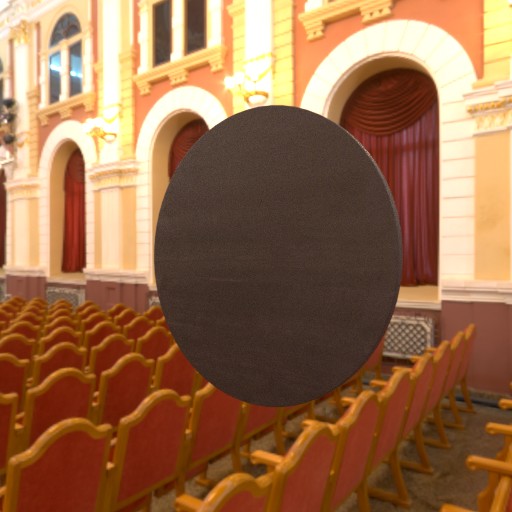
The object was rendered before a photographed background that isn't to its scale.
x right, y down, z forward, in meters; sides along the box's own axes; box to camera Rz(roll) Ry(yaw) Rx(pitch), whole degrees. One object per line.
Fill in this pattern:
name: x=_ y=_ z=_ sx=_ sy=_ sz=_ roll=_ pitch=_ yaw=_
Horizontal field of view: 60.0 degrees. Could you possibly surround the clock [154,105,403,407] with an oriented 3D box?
clock: x=0.000 y=0.000 z=0.902 sx=0.595 sy=0.595 sz=0.029 roll=0 pitch=0 yaw=37
